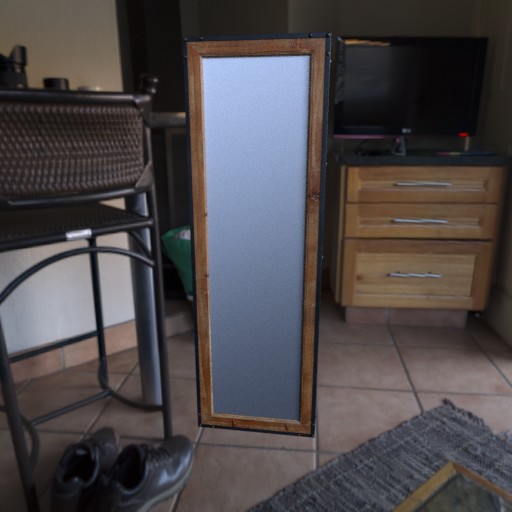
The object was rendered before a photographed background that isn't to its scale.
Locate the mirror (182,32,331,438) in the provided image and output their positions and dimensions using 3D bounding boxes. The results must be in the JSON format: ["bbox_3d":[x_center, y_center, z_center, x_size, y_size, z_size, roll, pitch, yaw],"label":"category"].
[{"bbox_3d":[0.000,0.000,1.187,0.354,1.080,0.042,2,16,8],"label":"mirror"}]
